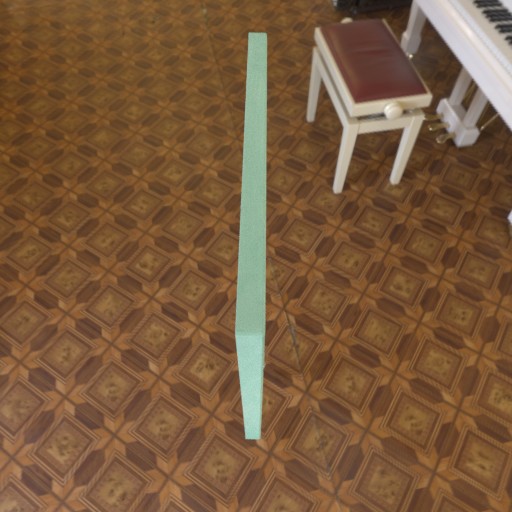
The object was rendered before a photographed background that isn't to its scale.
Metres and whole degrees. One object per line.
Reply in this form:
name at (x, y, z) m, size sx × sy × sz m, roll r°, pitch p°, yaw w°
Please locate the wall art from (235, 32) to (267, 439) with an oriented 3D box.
wall art at (0.000, 0.000, 1.626) m, size 0.070 × 1.073 × 1.071 m, roll 1°, pitch 57°, yaw 0°
